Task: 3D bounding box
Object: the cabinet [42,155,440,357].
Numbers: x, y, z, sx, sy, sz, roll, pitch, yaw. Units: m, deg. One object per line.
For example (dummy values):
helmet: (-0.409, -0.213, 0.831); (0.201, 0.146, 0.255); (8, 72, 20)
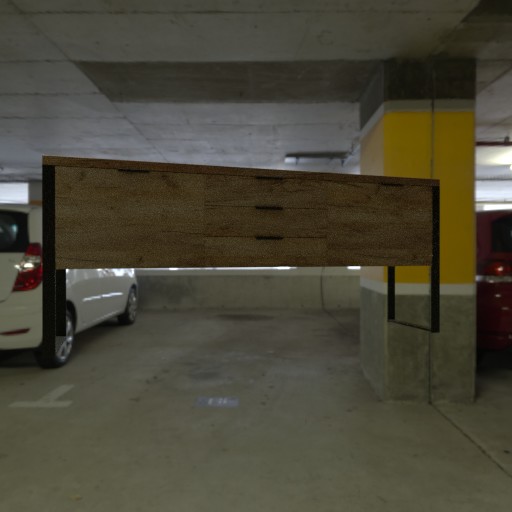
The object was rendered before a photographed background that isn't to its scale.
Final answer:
cabinet: (0.000, 0.000, 2.111); (1.800, 0.762, 0.395); (0, 0, -17)
